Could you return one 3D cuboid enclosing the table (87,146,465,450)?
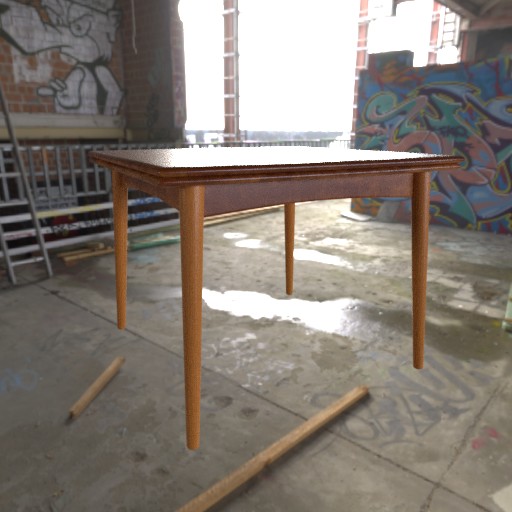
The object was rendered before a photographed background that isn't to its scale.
[{"bbox_3d":[0.000,0.000,1.663,0.991,0.754,0.991,-9,18,-28],"label":"table"}]
